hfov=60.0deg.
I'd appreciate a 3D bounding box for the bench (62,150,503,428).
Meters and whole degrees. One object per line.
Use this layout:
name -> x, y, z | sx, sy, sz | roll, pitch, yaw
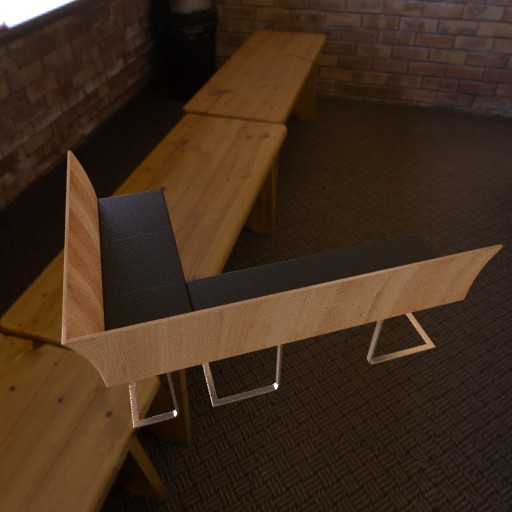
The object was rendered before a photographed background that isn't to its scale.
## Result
bench -> 0.000, 0.000, 2.688 | 1.945, 0.930, 1.495 | -11, 44, -12
